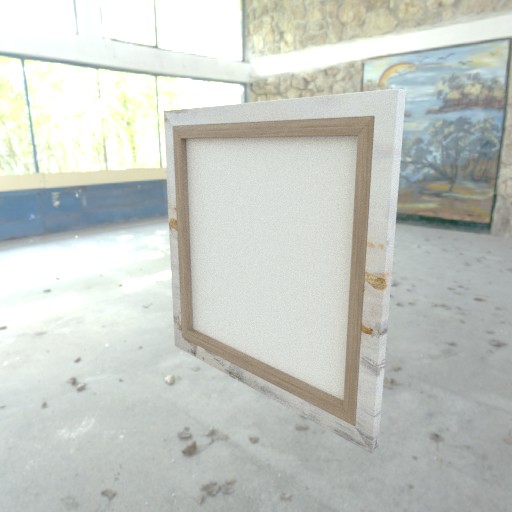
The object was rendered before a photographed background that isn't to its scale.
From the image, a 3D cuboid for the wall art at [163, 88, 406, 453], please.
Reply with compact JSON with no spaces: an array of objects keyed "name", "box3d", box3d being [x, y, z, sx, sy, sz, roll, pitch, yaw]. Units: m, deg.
[{"name":"wall art","box3d":[0.000,0.000,1.552,0.040,1.018,1.015,-14,19,-43]}]
